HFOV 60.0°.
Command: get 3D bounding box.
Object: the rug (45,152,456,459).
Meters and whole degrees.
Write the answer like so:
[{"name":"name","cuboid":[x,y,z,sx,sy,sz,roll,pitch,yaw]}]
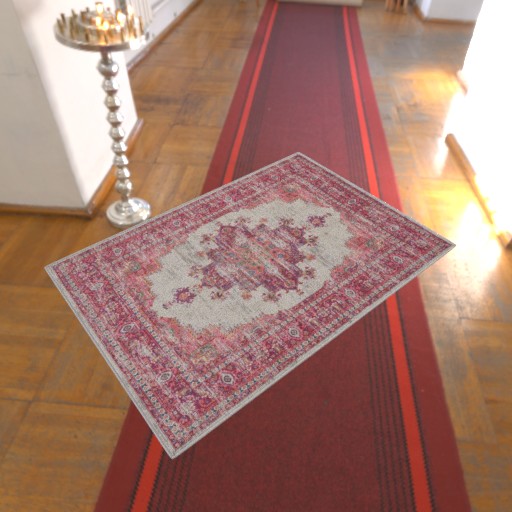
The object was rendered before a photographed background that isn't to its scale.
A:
[{"name":"rug","cuboid":[0.000,0.000,2.908,2.232,0.011,1.555,-29,51,-27]}]
